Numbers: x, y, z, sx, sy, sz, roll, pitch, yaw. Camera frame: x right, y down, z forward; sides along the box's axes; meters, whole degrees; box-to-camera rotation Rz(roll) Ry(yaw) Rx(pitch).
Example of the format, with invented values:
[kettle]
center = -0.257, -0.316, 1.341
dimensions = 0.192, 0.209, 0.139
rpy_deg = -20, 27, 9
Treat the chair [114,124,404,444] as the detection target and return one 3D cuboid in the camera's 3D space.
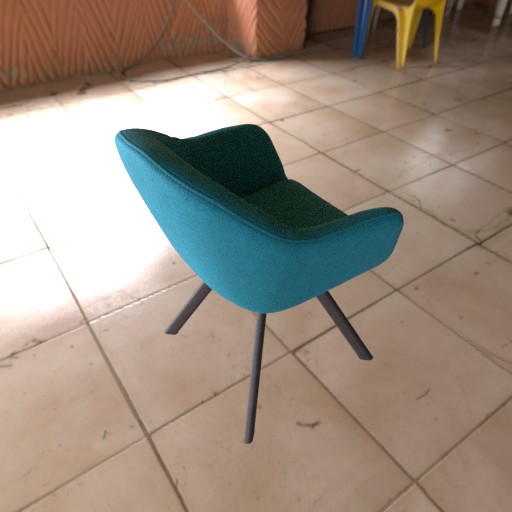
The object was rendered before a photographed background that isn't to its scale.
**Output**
[chair]
center = 0.000, 0.000, 1.155
dimensions = 0.565, 0.775, 0.545
rpy_deg = -25, 45, -27
